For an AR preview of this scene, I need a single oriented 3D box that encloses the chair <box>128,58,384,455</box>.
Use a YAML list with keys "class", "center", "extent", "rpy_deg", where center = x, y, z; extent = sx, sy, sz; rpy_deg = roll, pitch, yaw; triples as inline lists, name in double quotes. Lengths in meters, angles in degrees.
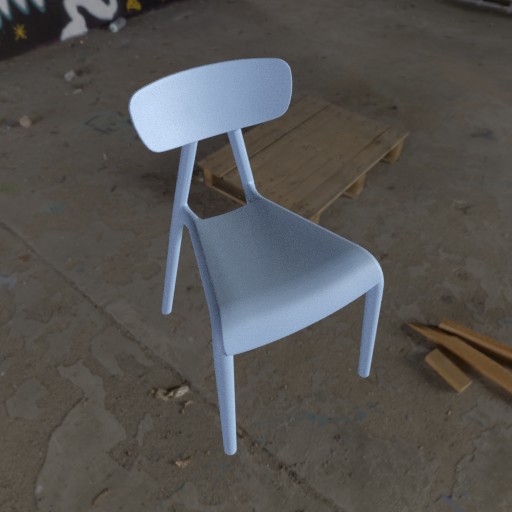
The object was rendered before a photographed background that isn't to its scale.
- class: "chair"
  center: [0.000, 0.000, 0.831]
  extent: [0.356, 0.580, 0.401]
  rpy_deg: [-22, 50, -20]
